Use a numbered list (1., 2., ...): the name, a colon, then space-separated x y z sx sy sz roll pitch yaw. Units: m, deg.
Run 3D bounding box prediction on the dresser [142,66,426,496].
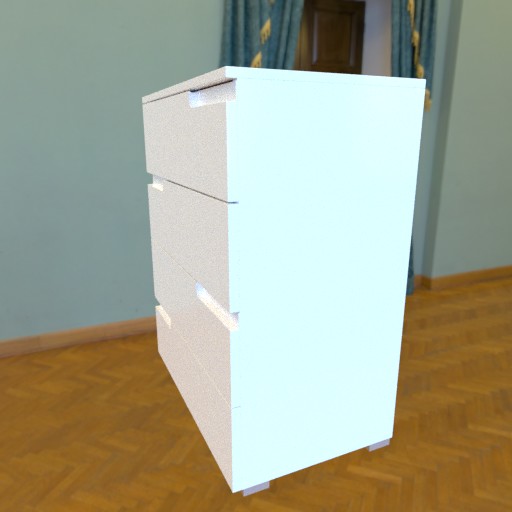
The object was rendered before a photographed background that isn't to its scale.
1. dresser: 0.000 0.000 1.137 0.400 0.800 0.650 -7 17 -24
